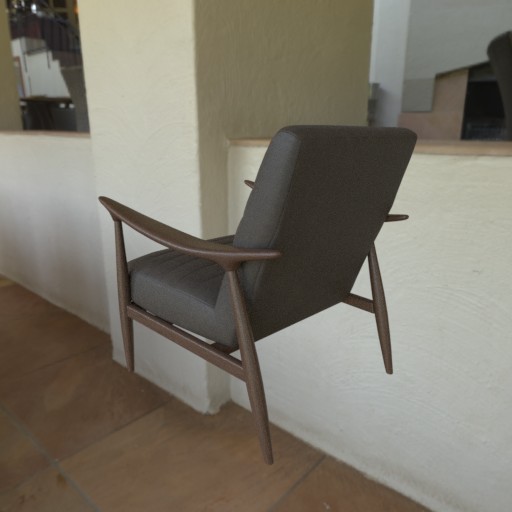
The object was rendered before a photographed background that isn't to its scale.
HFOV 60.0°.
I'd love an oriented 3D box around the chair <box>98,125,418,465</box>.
[{"bbox_3d":[0.000,0.000,1.471,0.741,0.831,0.798,-16,22,-43],"label":"chair"}]
